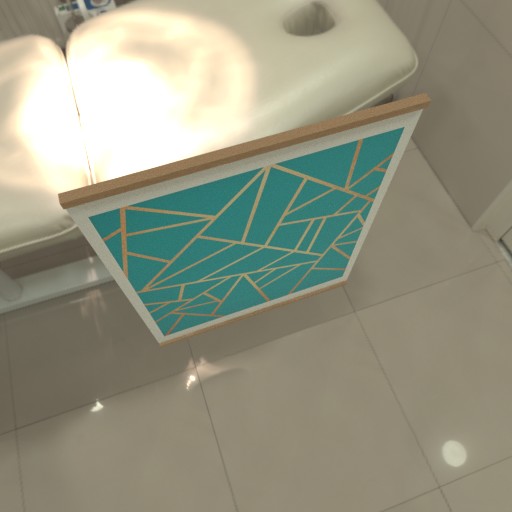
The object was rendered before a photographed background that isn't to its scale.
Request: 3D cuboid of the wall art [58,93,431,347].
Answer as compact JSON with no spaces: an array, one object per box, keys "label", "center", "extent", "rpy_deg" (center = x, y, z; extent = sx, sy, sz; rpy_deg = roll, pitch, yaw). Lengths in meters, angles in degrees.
[{"label":"wall art","center":[0.000,0.000,0.685],"extent":[0.405,0.508,0.012],"rpy_deg":[-18,64,-9]}]
